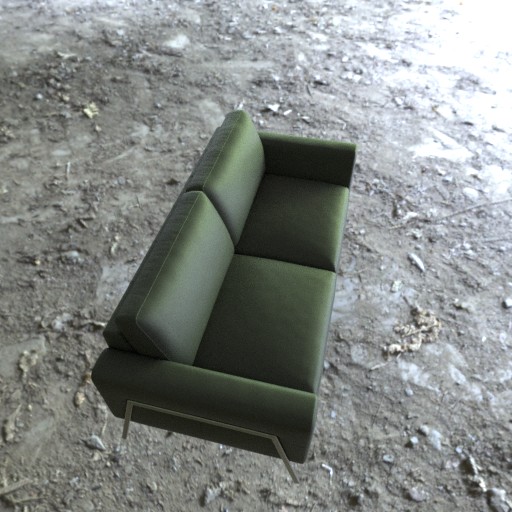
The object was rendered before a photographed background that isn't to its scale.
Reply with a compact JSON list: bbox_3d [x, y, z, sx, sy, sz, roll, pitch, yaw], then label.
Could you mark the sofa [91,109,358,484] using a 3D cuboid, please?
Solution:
[{"bbox_3d":[0.000,0.000,2.545,0.953,0.875,2.017,10,48,9],"label":"sofa"}]
